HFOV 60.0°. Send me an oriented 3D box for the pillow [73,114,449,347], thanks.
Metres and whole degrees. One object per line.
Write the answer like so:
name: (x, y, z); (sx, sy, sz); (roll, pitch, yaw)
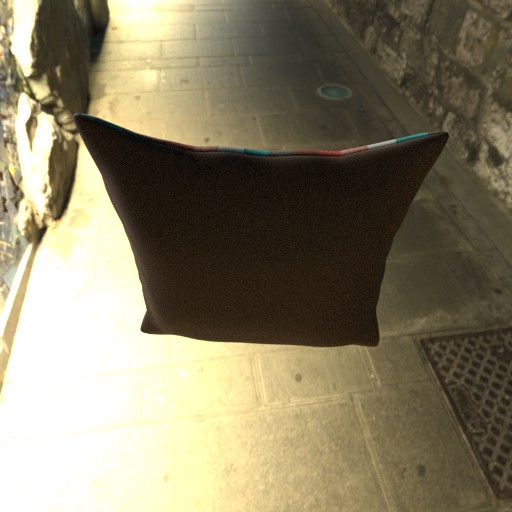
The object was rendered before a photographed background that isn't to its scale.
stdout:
pillow: (0.000, 0.000, 0.683); (0.453, 0.443, 0.168); (4, 45, 4)
